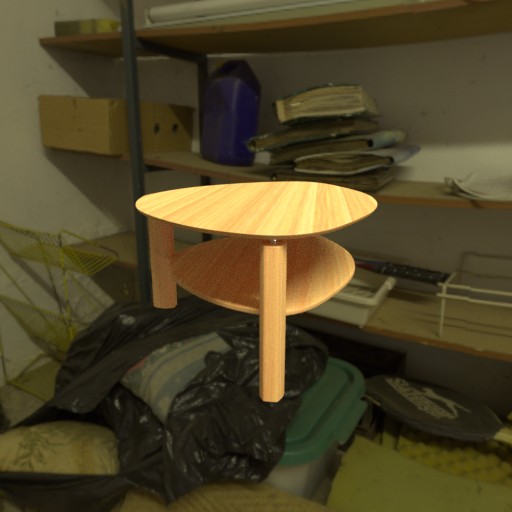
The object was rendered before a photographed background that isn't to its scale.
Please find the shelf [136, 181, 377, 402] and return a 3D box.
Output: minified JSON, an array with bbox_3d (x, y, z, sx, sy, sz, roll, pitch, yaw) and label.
[{"bbox_3d":[0.000,0.000,1.666,0.845,0.440,1.246,2,15,8],"label":"shelf"}]
